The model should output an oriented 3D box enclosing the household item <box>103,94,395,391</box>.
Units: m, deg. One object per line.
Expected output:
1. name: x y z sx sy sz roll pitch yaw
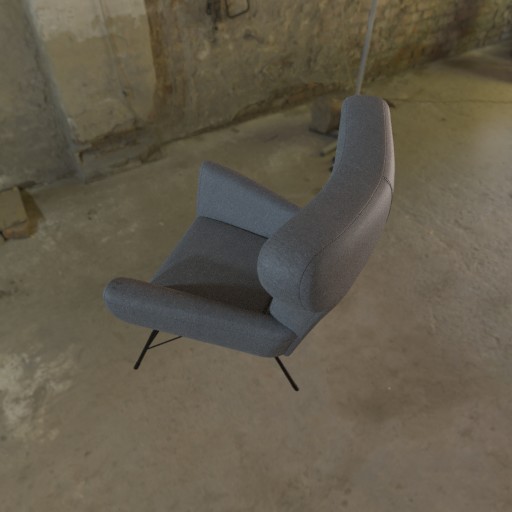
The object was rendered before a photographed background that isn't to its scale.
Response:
1. household item: 0.000 0.000 1.765 0.900 1.050 0.980 15 48 14
